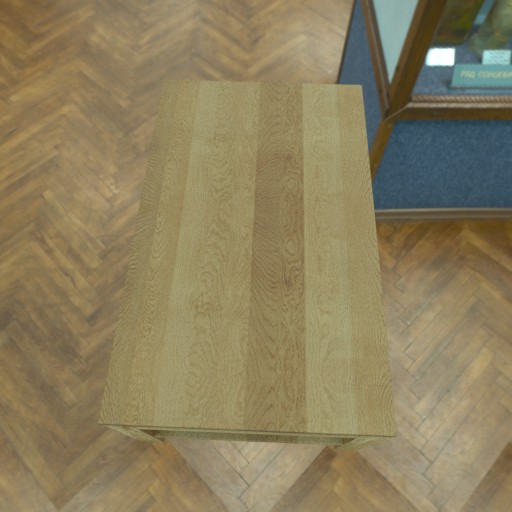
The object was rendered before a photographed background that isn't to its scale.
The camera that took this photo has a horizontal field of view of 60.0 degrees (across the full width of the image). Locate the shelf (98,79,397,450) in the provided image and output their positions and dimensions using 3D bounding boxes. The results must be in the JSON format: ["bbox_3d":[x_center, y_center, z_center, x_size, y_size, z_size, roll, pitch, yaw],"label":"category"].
[{"bbox_3d":[0.000,0.000,1.499,0.700,0.450,1.150,2,63,1],"label":"shelf"}]
